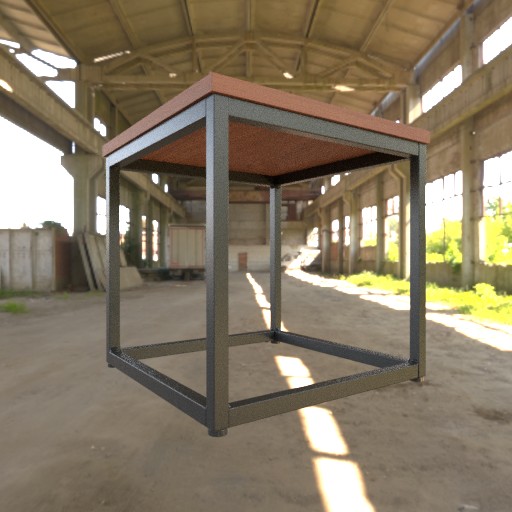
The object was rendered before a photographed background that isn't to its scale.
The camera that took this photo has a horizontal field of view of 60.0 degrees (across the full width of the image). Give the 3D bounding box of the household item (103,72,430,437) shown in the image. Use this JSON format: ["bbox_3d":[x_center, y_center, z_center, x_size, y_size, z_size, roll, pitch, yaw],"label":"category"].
[{"bbox_3d":[0.000,0.000,0.759,0.400,0.400,0.400,0,0,-35],"label":"household item"}]
